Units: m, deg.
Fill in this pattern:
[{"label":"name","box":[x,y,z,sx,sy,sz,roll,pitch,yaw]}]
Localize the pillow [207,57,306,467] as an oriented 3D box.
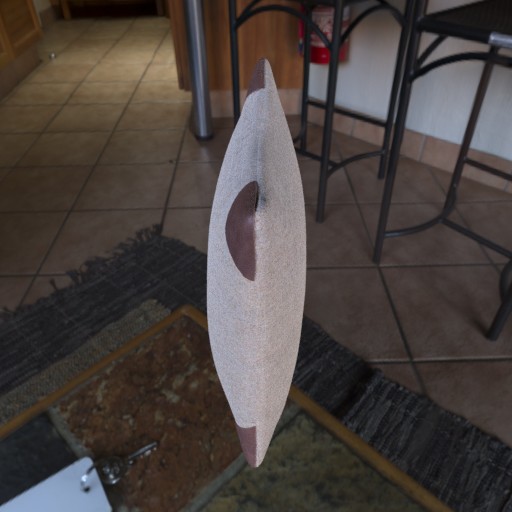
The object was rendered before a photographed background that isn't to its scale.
[{"label":"pillow","box":[0.000,0.000,0.669,0.147,0.448,0.437,0,40,1]}]
